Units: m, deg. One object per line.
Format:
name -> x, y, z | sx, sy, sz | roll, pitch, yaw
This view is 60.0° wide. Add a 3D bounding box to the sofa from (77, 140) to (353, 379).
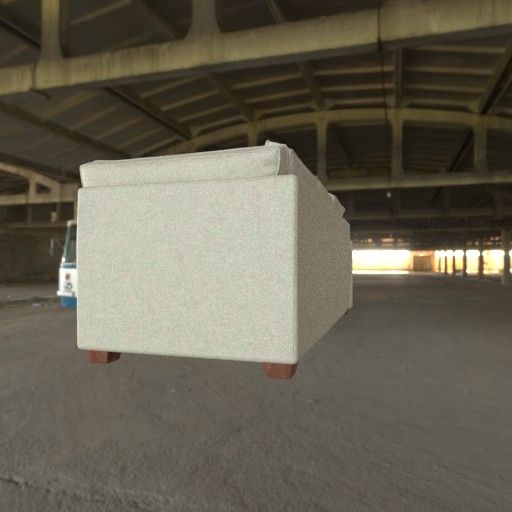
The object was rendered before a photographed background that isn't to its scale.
sofa -> 0.000, 0.000, 2.889 | 1.061, 0.962, 2.317 | 0, -1, 17
